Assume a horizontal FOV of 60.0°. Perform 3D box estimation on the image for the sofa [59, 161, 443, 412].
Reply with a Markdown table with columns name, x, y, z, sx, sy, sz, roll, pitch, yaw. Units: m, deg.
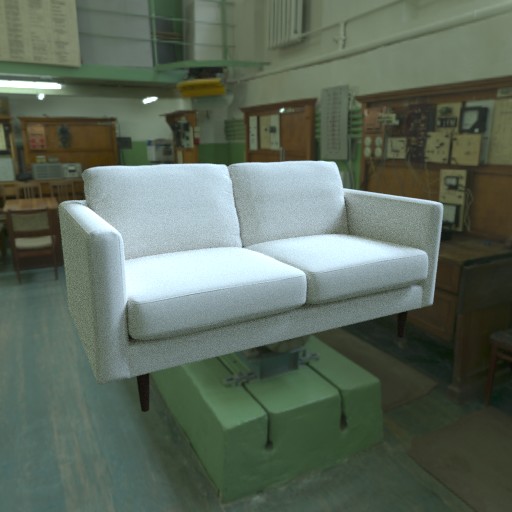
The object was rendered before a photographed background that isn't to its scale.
| name | x | y | z | sx | sy | sz | roll | pitch | yaw |
| --- | --- | --- | --- | --- | --- | --- | --- | --- | --- |
| sofa | 0.000 | 0.000 | 2.227 | 1.713 | 0.893 | 0.940 | -8 | 17 | -28 |
